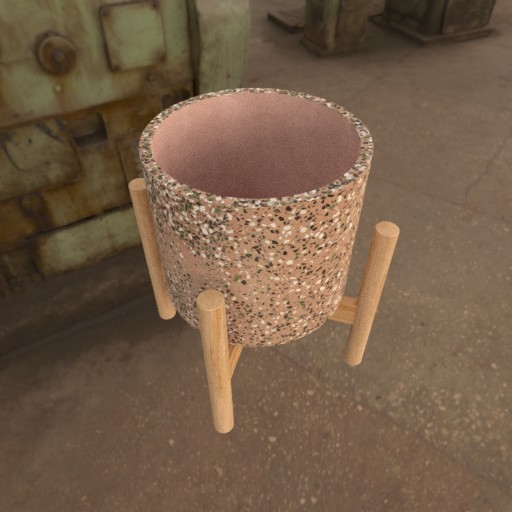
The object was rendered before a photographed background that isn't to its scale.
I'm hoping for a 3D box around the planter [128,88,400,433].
[{"bbox_3d":[0.000,0.000,0.538,0.284,0.320,0.284,29,51,27],"label":"planter"}]
